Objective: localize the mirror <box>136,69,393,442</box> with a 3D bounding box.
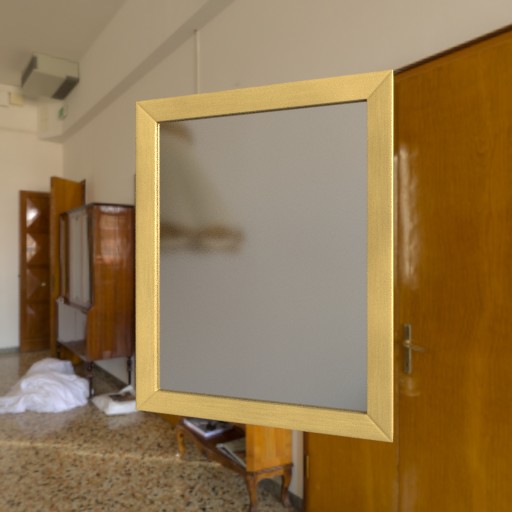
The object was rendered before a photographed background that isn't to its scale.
[{"bbox_3d":[0.000,0.000,0.685,0.405,0.508,0.041,0,0,18],"label":"mirror"}]
